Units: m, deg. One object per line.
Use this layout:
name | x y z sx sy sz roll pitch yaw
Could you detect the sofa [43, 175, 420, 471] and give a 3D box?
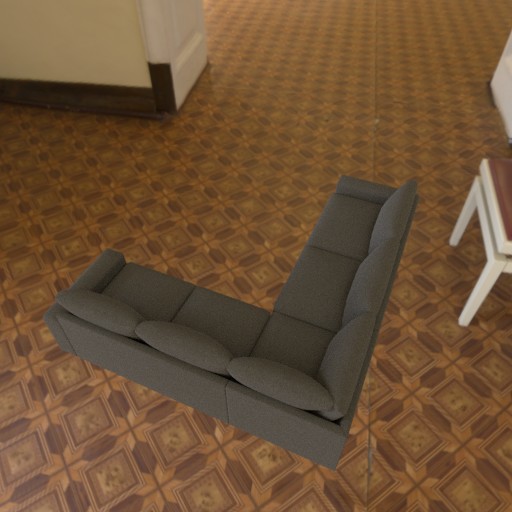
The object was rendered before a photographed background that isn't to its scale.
sofa | 0.000 0.000 4.823 2.895 0.965 3.277 18 49 16
